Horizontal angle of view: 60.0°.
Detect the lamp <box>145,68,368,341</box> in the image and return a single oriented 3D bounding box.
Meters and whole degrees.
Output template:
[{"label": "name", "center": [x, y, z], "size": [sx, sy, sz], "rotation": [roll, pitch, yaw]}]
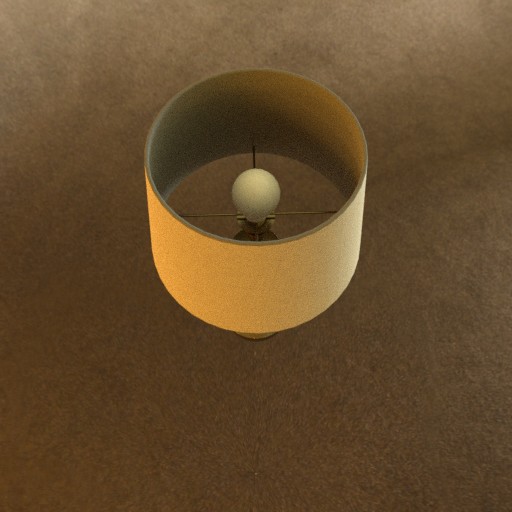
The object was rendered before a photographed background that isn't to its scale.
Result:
[{"label": "lamp", "center": [0.000, 0.000, 0.731], "size": [0.309, 0.545, 0.309], "rotation": [0, 64, 0]}]
